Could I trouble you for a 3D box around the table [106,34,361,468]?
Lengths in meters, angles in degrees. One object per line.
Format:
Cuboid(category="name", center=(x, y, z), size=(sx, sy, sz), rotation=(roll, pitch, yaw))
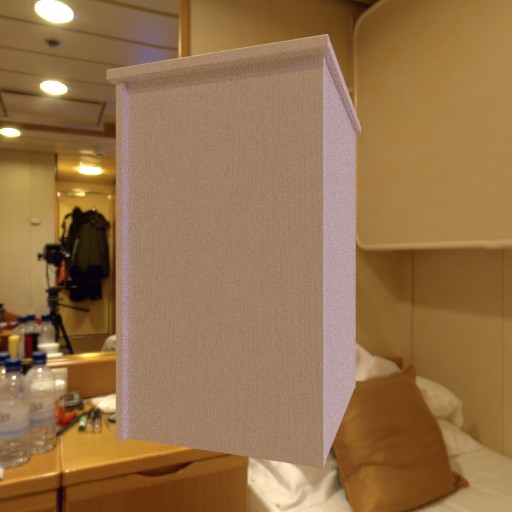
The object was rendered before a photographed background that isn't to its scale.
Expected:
Cuboid(category="table", center=(0.000, 0.000, 0.923), size=(0.381, 0.635, 0.480), rotation=(0, 0, 19))
